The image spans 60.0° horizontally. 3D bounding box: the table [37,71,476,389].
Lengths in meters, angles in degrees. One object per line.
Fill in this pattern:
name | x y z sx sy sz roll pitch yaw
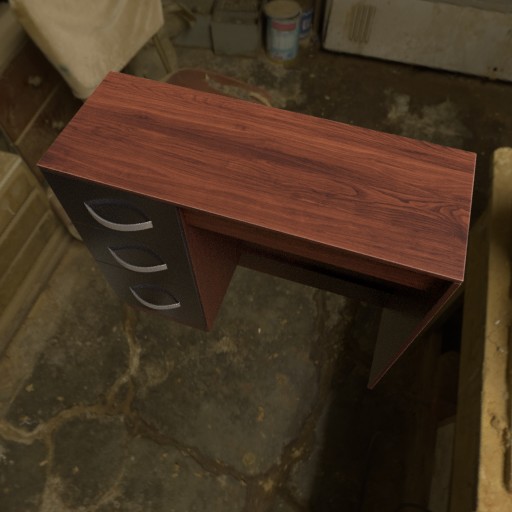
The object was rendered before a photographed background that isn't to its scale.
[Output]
table | 0.000 0.000 1.326 0.930 0.790 0.380 16 60 9
